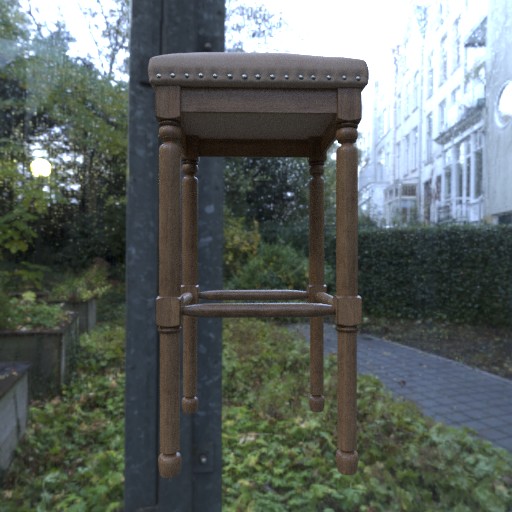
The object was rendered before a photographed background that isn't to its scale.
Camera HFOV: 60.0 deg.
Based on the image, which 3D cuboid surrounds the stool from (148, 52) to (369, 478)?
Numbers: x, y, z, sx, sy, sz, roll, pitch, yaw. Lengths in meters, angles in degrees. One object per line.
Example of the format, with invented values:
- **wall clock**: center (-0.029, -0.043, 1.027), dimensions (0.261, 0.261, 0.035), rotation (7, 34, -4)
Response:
- **stool**: center (0.000, 0.000, 0.944), dimensions (0.382, 0.768, 0.383), rotation (0, 0, -2)
